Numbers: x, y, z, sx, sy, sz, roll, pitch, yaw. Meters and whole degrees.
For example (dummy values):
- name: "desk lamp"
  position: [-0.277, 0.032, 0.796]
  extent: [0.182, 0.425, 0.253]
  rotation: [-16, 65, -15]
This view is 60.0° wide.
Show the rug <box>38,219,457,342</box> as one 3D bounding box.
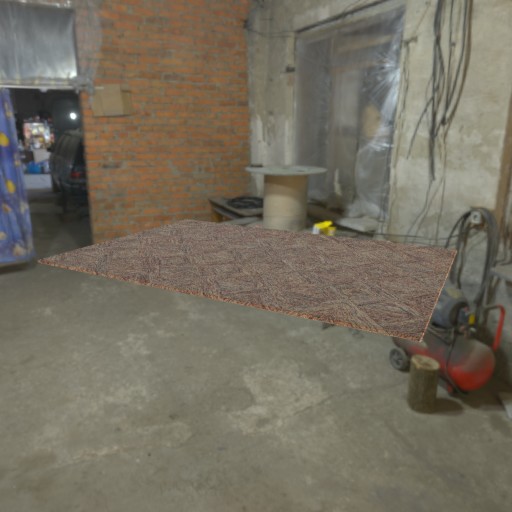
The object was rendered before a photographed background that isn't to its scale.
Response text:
- name: "rug"
  position: [0.000, 0.000, 2.890]
  extent: [2.285, 0.019, 1.523]
  rotation: [8, 18, 27]
